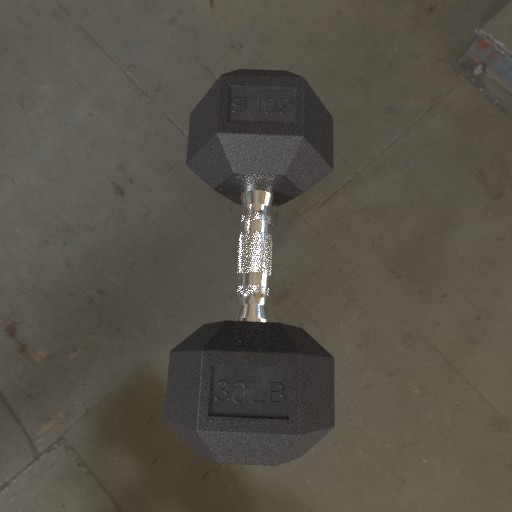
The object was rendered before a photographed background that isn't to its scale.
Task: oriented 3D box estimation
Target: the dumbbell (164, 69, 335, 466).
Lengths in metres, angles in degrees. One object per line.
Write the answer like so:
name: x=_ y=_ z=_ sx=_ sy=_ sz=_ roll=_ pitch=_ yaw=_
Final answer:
dumbbell: x=0.000 y=0.000 z=0.404 sx=0.142 sy=0.123 sz=0.337 roll=2 pitch=76 yaw=1
